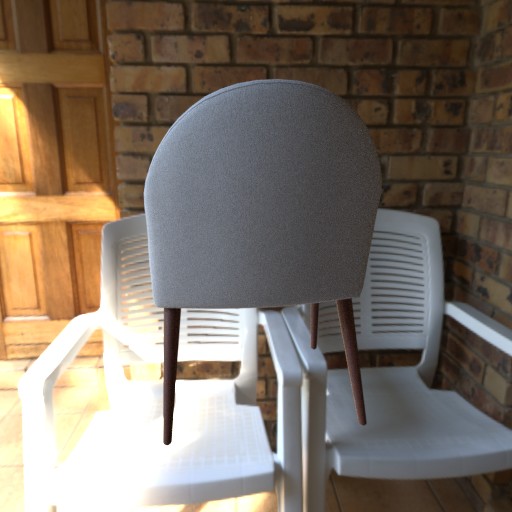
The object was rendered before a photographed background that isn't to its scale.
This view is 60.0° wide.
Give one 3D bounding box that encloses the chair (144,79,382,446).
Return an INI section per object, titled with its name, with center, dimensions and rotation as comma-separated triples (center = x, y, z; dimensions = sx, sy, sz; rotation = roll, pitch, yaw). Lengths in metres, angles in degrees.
[chair]
center = 0.000, 0.000, 1.298
dimensions = 0.610, 0.889, 0.620
rotation = -2, 14, -9
